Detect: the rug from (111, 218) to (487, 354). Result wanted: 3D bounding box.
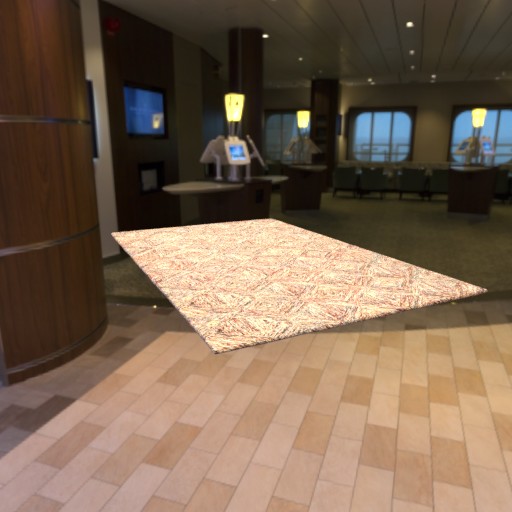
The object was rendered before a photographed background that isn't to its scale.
[{"bbox_3d":[0.000,0.000,2.236,1.143,0.014,1.761,-7,17,-26],"label":"rug"}]
